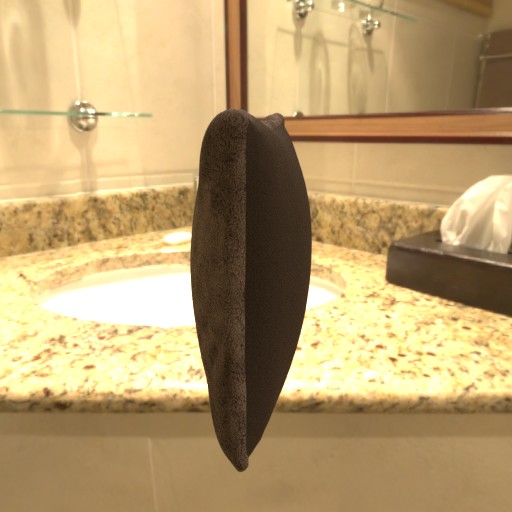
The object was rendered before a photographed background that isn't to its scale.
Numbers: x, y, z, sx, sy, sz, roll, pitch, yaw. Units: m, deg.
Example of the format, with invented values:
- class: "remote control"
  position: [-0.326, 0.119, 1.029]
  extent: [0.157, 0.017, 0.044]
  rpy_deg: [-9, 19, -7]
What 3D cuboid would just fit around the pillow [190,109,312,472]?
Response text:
- class: "pillow"
  position: [0.000, 0.000, 0.819]
  extent: [0.204, 0.520, 0.522]
  rpy_deg: [2, 16, 8]
